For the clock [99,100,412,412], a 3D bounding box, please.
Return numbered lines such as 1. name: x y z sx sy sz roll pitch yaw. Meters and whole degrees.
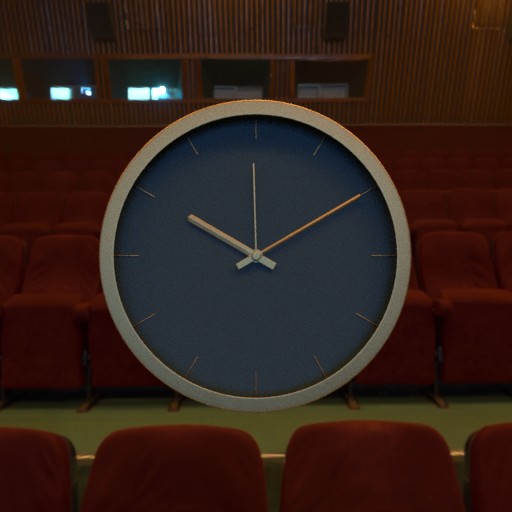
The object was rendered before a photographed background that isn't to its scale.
1. clock: 0.000 0.000 0.462 0.314 0.314 0.040 0 0 -1
